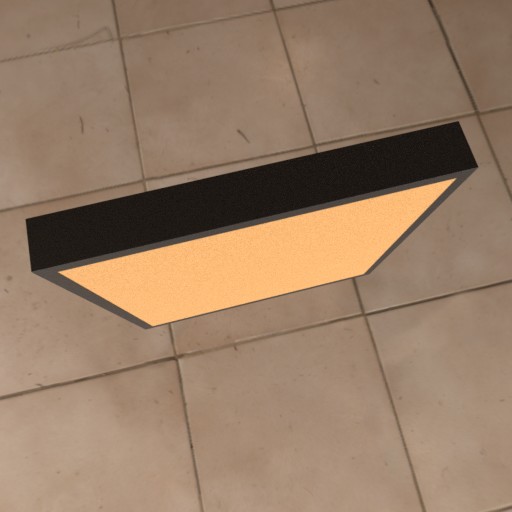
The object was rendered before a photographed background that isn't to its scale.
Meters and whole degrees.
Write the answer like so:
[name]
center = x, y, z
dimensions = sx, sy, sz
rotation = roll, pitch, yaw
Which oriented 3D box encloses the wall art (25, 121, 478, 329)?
[wall art]
center = 0.000, 0.000, 0.442
dimensions = 0.304, 0.304, 0.038
rotation = -14, 74, -4
